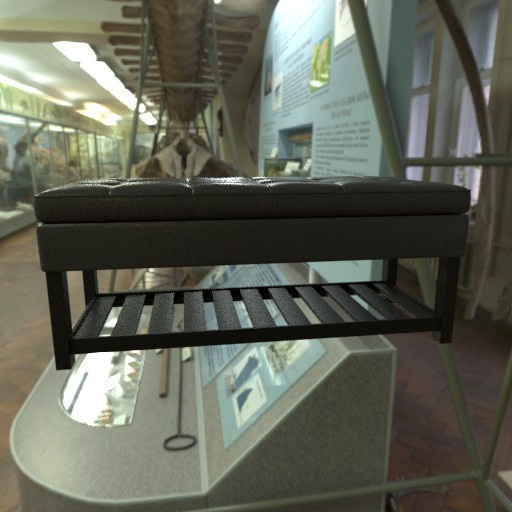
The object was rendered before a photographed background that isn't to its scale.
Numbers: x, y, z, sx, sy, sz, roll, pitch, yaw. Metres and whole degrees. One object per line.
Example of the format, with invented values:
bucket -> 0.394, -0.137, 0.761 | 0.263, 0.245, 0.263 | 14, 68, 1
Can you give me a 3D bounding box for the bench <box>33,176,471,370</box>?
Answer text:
bench -> 0.000, 0.000, 1.334 | 1.105, 0.460, 0.432 | -2, 13, -9
